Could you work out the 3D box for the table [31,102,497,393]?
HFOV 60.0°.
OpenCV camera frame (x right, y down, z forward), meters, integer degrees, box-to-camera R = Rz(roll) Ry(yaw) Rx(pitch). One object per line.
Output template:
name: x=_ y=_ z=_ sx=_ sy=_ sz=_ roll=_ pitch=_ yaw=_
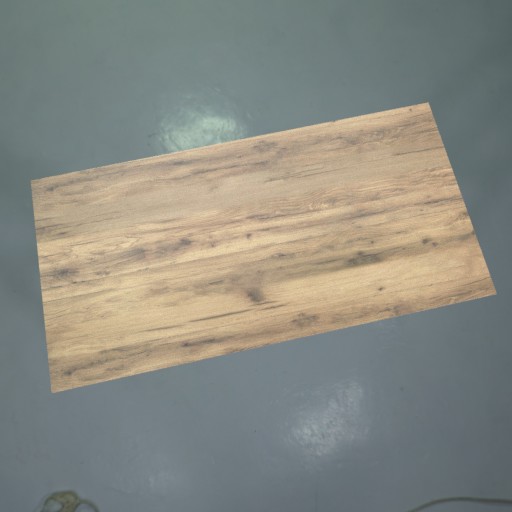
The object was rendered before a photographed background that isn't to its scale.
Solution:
table: x=0.000 y=0.000 z=2.436 sx=2.000 sy=0.770 sz=1.000 roll=-12 pitch=76 yaw=-3
